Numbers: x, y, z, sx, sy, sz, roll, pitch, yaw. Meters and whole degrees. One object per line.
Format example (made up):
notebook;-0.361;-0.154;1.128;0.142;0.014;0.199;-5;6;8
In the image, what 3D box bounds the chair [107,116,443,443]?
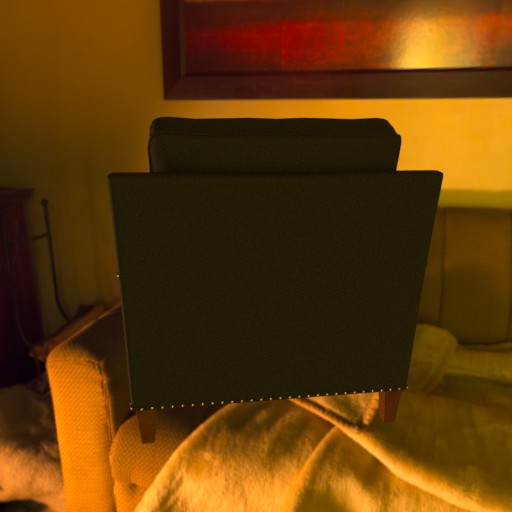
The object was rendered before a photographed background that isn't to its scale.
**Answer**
chair;0.000;0.000;1.646;0.853;0.943;1.014;-2;14;-8
